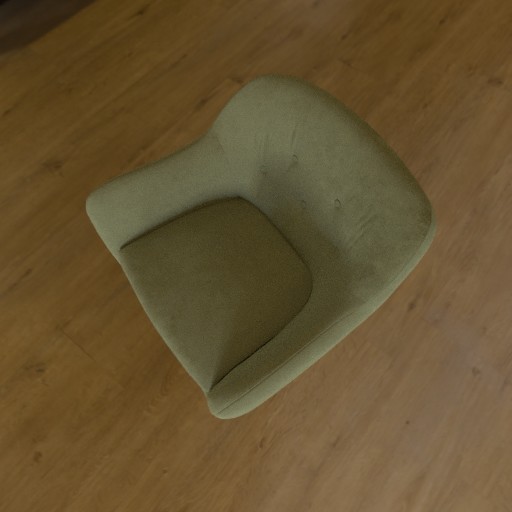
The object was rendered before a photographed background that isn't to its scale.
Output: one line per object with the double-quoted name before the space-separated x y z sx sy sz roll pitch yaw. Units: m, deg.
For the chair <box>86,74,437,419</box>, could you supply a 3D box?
"chair" 0.000 0.000 1.525 0.819 0.804 0.840 -32 67 -15
